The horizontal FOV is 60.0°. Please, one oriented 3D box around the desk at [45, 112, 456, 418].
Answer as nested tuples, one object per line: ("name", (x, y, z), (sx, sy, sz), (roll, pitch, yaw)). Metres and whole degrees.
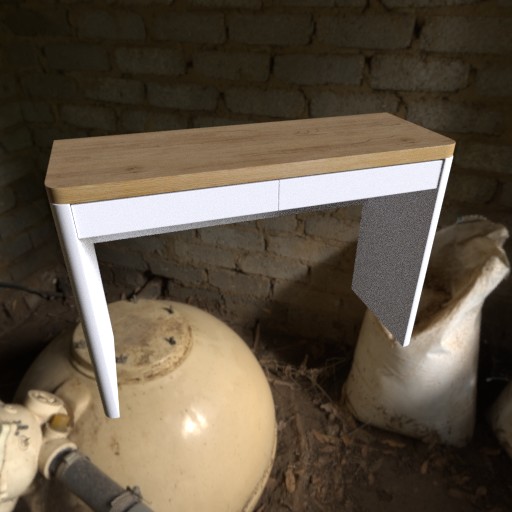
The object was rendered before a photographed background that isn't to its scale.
("desk", (0.000, 0.000, 1.462), (1.100, 0.760, 0.390), (-10, 32, -15))
